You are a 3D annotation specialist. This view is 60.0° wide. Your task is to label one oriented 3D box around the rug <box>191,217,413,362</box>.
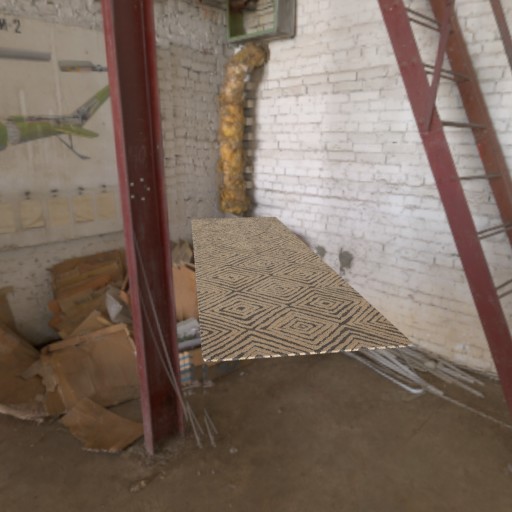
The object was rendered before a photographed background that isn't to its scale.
[{"bbox_3d":[0.000,0.000,2.459,0.676,0.008,2.277,-2,16,-9],"label":"rug"}]
